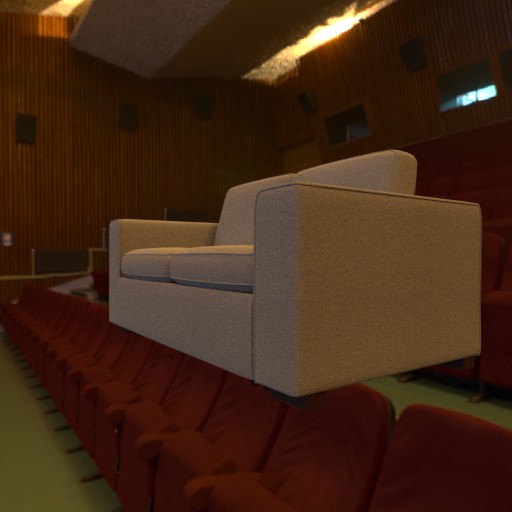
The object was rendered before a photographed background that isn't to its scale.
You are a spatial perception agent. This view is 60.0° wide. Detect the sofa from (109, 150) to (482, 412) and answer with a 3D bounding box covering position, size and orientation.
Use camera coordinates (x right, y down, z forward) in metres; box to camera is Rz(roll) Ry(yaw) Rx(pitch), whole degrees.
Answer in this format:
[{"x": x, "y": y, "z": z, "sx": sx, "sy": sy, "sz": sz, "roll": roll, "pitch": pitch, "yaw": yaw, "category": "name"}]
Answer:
[{"x": 0.000, "y": 0.000, "z": 2.282, "sx": 1.007, "sy": 0.924, "sz": 1.812, "roll": 0, "pitch": 0, "yaw": -35, "category": "sofa"}]
